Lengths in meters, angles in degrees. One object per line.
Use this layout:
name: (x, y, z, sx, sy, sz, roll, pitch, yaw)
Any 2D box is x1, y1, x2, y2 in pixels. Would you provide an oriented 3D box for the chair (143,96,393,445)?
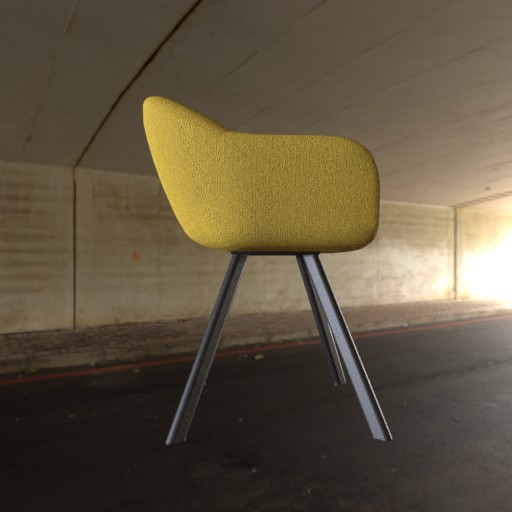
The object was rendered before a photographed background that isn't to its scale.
chair: (0.000, 0.000, 1.150, 0.565, 0.775, 0.545, 0, -1, -1)
